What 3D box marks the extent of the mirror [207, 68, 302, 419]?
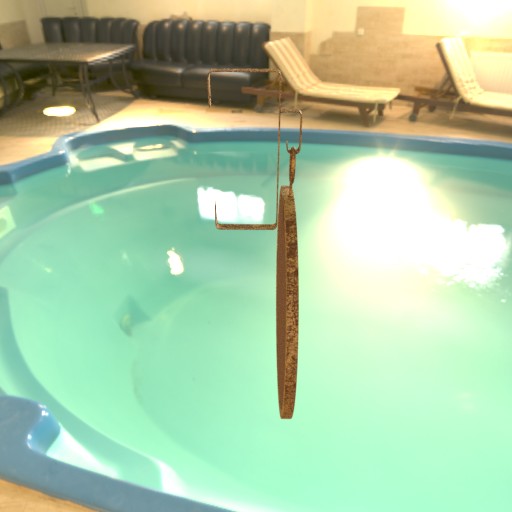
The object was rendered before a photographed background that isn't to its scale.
[{"bbox_3d":[0.000,0.000,0.829,0.144,0.651,0.447,0,32,1],"label":"mirror"}]
